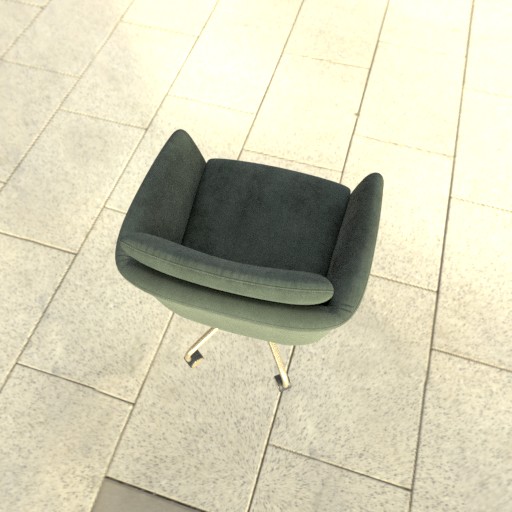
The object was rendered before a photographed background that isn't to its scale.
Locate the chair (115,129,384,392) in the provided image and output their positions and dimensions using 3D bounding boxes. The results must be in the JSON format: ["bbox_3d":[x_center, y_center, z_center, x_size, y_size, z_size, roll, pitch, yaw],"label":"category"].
[{"bbox_3d":[0.000,0.000,1.383,0.641,0.908,0.635,13,64,7],"label":"chair"}]
